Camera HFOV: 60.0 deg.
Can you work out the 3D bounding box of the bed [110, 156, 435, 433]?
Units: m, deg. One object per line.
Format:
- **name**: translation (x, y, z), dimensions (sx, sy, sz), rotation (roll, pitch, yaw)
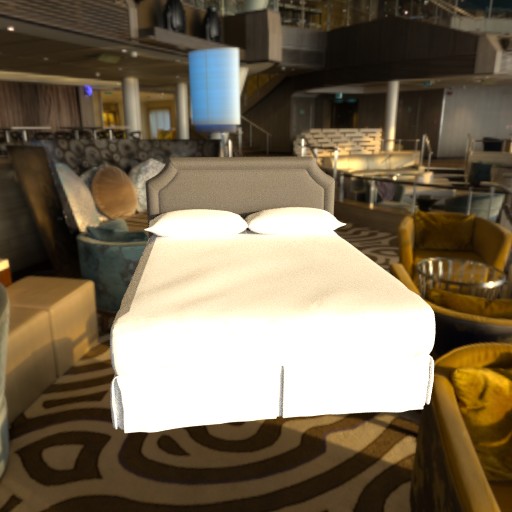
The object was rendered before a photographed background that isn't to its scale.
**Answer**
- **bed**: translation (0.000, 0.000, 3.900), dimensions (2.194, 1.561, 2.536), rotation (-2, 16, -7)
